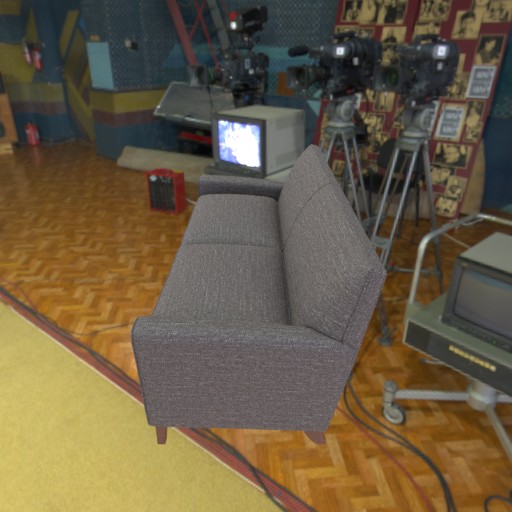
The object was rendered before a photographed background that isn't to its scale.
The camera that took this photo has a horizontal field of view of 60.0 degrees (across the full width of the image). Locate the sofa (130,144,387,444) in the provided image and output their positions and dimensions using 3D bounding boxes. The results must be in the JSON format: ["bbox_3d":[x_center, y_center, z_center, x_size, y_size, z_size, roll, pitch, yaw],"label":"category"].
[{"bbox_3d":[0.000,0.000,2.479,0.875,0.846,1.976,0,26,0],"label":"sofa"}]
